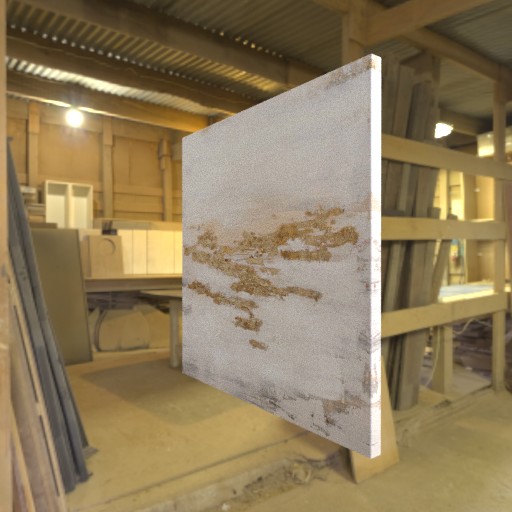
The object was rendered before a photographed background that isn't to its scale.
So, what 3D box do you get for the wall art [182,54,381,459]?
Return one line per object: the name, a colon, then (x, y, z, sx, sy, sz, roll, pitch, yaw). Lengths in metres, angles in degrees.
wall art: (0.000, 0.000, 1.529, 0.040, 1.018, 1.015, 0, 0, -37)
